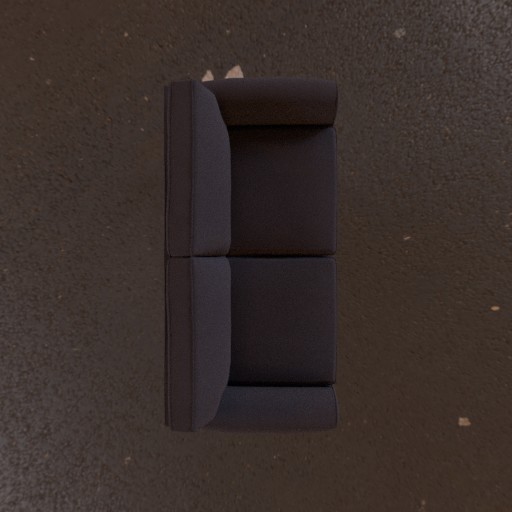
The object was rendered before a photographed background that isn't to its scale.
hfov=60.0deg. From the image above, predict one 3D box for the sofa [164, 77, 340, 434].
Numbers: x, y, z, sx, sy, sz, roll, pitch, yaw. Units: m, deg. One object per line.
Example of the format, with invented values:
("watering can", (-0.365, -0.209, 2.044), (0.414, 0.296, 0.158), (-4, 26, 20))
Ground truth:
("sofa", (0.000, 0.000, 2.599), (0.951, 1.031, 2.009), (0, 90, 2))
